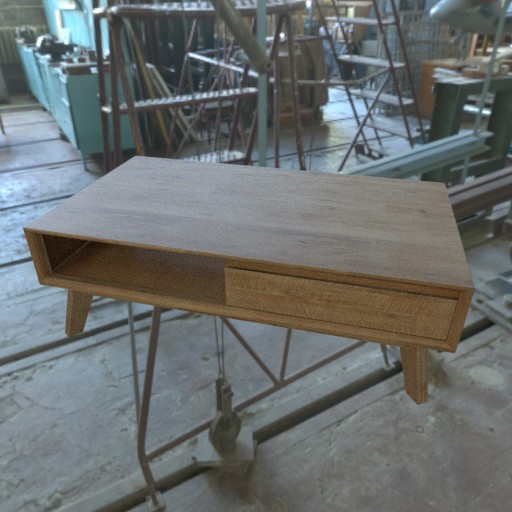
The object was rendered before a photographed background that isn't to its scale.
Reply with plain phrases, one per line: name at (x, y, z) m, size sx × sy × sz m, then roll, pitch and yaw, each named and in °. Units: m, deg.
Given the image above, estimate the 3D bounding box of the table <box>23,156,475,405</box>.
table at (0.000, 0.000, 2.041) m, size 1.619 × 0.531 × 0.918 m, roll 8°, pitch 31°, yaw 13°
